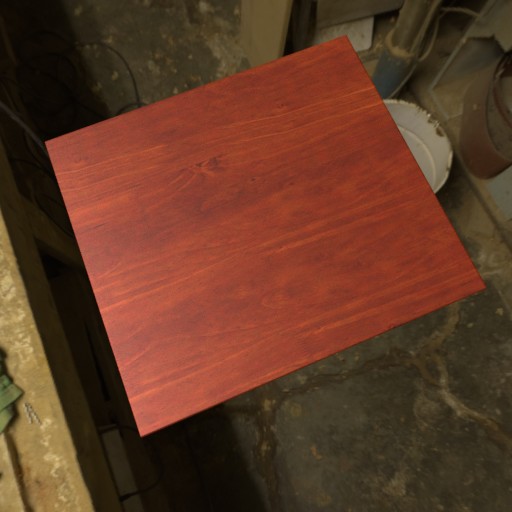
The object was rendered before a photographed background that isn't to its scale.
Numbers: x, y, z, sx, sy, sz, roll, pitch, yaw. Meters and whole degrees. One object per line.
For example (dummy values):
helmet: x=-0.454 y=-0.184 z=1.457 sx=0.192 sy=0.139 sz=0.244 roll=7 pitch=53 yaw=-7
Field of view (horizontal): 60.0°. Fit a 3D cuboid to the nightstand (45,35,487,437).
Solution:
nightstand: x=0.000 y=0.000 z=0.977 sx=0.558 sy=0.558 sz=0.501 roll=-22 pitch=76 yaw=-6
